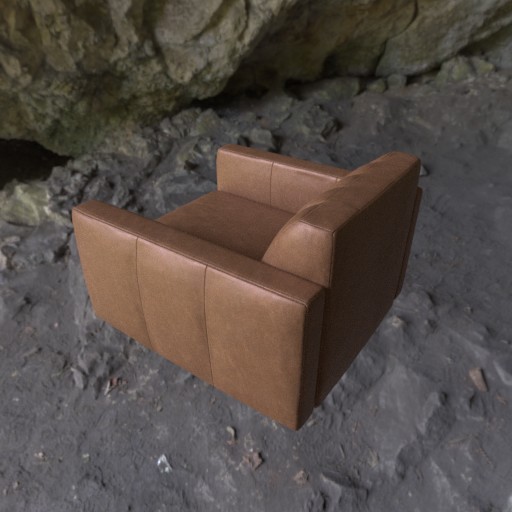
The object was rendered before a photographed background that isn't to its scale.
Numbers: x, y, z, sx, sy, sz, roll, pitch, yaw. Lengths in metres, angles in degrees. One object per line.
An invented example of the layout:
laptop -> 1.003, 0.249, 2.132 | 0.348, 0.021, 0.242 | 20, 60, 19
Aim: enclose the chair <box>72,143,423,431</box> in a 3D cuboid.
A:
chair -> 0.000, 0.000, 1.746 | 0.998, 0.819, 0.953 | 21, 37, 30
